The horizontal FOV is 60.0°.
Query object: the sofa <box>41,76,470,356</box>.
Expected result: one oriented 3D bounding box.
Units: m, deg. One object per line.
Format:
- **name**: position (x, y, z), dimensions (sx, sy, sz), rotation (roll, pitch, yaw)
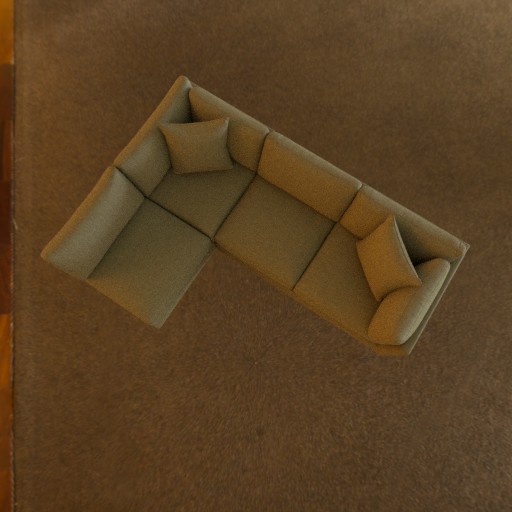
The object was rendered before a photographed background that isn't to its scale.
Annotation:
- **sofa**: position (0.000, 0.000, 3.795), dimensions (2.896, 0.978, 1.994), rotation (32, 79, 7)
